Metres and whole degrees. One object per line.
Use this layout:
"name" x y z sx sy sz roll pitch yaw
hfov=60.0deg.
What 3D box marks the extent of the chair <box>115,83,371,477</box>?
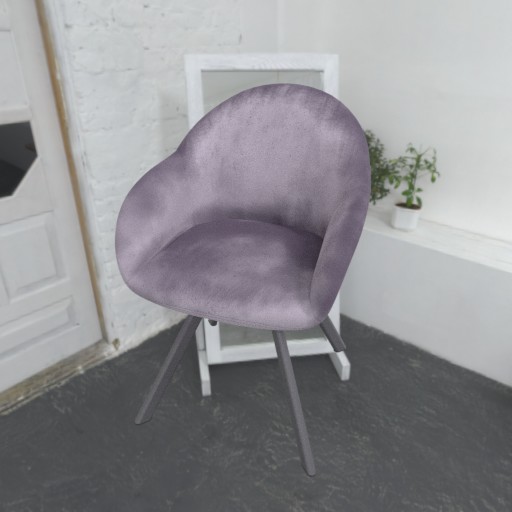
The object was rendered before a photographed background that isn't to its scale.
"chair" 0.000 0.000 1.168 0.550 0.795 0.590 9 29 17
